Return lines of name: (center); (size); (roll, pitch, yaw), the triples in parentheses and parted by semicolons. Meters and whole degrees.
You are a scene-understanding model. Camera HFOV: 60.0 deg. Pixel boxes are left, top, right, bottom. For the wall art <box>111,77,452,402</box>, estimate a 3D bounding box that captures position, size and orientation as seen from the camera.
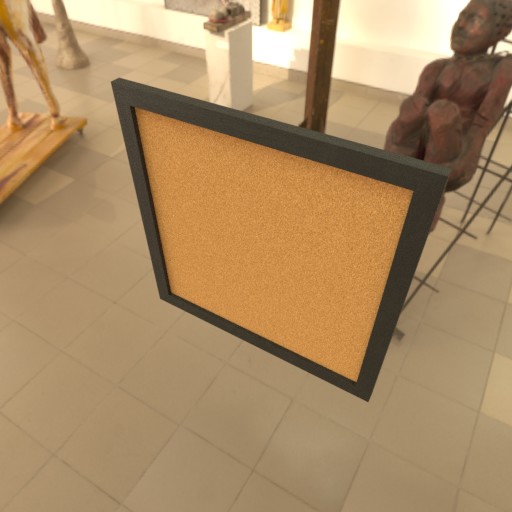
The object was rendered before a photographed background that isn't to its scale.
wall art: (0.000, 0.000, 1.535); (1.016, 1.016, 0.038); (22, 48, 22)
